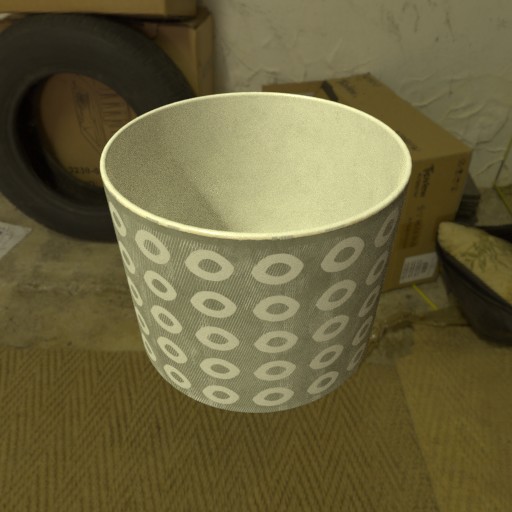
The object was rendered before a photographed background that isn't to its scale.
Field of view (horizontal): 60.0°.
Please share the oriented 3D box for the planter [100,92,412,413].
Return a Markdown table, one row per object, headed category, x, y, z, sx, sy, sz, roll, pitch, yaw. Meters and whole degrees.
| category | x | y | z | sx | sy | sz | roll | pitch | yaw |
| --- | --- | --- | --- | --- | --- | --- | --- | --- | --- |
| planter | 0.000 | 0.000 | 0.336 | 0.190 | 0.181 | 0.190 | 0 | 40 | 0 |
